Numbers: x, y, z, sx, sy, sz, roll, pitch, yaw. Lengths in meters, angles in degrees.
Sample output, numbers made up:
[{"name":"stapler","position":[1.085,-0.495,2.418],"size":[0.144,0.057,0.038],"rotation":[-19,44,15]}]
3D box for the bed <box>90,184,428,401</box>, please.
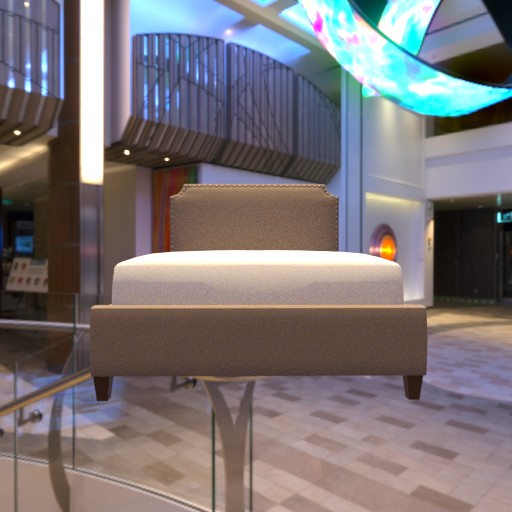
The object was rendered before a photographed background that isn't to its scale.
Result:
[{"name":"bed","position":[0.000,0.000,3.376],"size":[1.713,1.443,2.372],"rotation":[0,0,-1]}]
